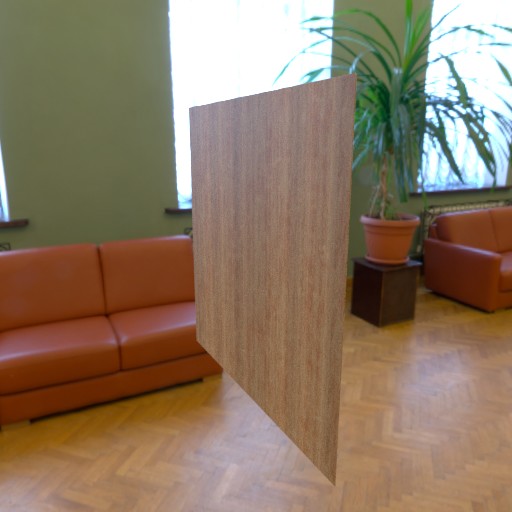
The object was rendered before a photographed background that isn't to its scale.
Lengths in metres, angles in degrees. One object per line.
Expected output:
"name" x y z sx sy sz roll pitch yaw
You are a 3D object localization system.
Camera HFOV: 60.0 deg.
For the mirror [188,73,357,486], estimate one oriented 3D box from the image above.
"mirror" 0.000 0.000 0.955 0.047 0.651 0.651 -7 16 -27
